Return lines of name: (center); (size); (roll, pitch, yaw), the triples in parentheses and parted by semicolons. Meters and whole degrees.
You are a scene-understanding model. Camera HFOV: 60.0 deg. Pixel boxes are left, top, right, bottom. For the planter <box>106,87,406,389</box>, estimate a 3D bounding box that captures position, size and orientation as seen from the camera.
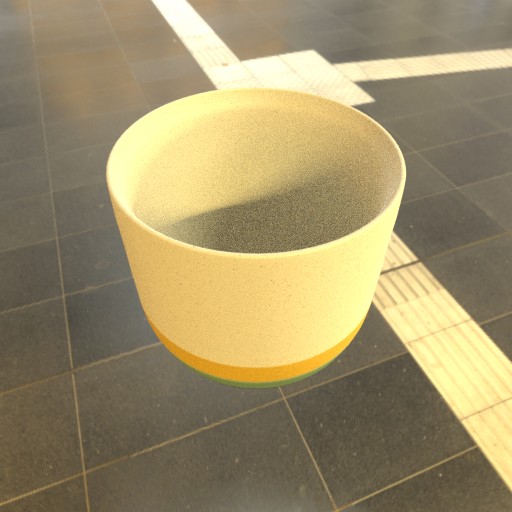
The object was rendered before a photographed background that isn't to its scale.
planter: (0.000, 0.000, 0.499); (0.268, 0.270, 0.268); (0, 46, 0)
